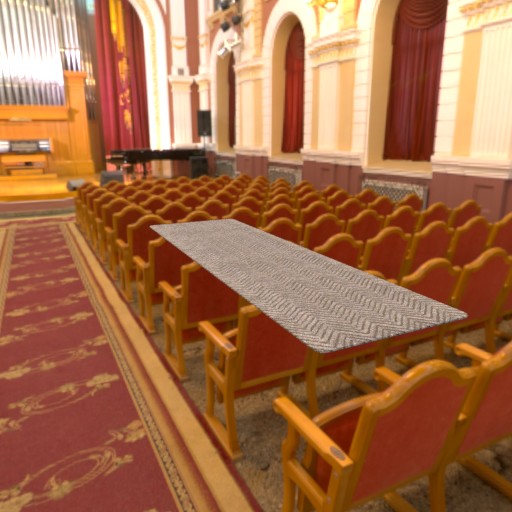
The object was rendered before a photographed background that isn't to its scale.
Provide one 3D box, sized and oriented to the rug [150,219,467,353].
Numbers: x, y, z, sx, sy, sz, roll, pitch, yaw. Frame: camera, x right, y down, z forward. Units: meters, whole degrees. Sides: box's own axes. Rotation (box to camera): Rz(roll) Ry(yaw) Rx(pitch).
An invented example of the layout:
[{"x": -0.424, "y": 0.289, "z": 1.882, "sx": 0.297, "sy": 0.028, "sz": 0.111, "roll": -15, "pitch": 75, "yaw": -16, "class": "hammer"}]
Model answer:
[{"x": 0.000, "y": 0.000, "z": 2.515, "sx": 0.686, "sy": 0.008, "sz": 2.286, "roll": -7, "pitch": 17, "yaw": -25, "class": "rug"}]
